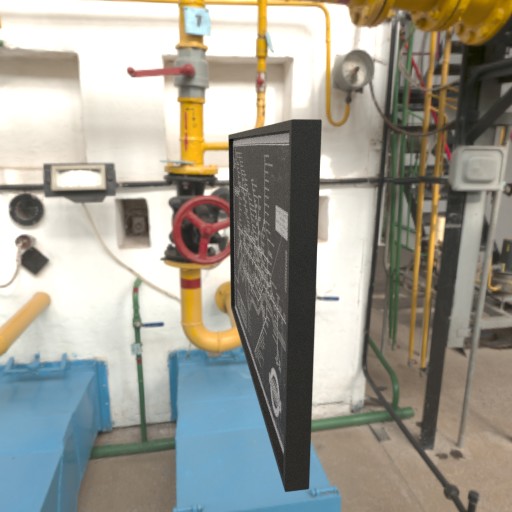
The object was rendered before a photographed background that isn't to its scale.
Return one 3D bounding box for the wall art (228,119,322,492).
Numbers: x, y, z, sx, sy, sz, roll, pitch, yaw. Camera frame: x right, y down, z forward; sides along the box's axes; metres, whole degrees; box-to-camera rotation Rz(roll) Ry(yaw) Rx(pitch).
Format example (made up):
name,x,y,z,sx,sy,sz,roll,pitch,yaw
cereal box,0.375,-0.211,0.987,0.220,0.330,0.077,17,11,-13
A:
name,x,y,z,sx,sy,sz,roll,pitch,yaw
wall art,0.000,0.000,0.552,0.021,0.301,0.443,-2,14,-9
